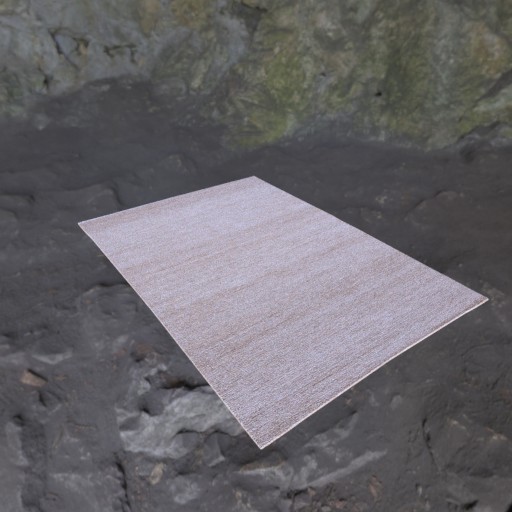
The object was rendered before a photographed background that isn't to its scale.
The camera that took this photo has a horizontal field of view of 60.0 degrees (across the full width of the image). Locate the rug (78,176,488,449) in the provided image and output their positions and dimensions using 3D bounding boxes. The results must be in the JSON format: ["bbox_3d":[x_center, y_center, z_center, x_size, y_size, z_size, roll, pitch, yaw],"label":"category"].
[{"bbox_3d":[0.000,0.000,2.868,1.596,0.030,2.283,-21,37,-30],"label":"rug"}]
